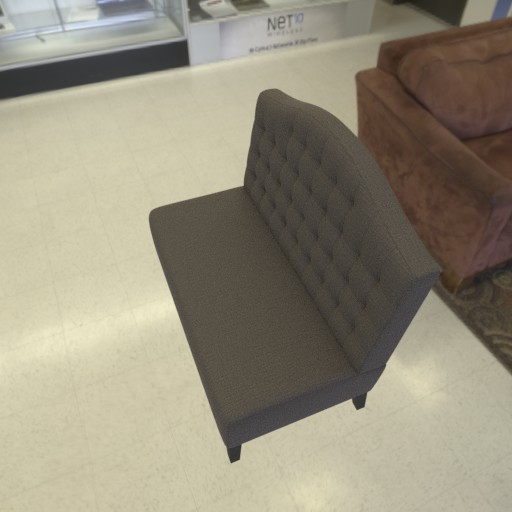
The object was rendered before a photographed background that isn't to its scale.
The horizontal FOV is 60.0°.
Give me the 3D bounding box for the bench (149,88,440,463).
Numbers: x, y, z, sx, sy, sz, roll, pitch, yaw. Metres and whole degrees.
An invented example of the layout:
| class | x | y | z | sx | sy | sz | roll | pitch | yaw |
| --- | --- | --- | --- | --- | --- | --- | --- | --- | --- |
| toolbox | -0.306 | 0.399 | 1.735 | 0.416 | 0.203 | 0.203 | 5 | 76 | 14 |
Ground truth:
| class | x | y | z | sx | sy | sz | roll | pitch | yaw |
| --- | --- | --- | --- | --- | --- | --- | --- | --- | --- |
| bench | 0.000 | 0.000 | 2.085 | 0.815 | 1.180 | 1.335 | -17 | 50 | -15 |
